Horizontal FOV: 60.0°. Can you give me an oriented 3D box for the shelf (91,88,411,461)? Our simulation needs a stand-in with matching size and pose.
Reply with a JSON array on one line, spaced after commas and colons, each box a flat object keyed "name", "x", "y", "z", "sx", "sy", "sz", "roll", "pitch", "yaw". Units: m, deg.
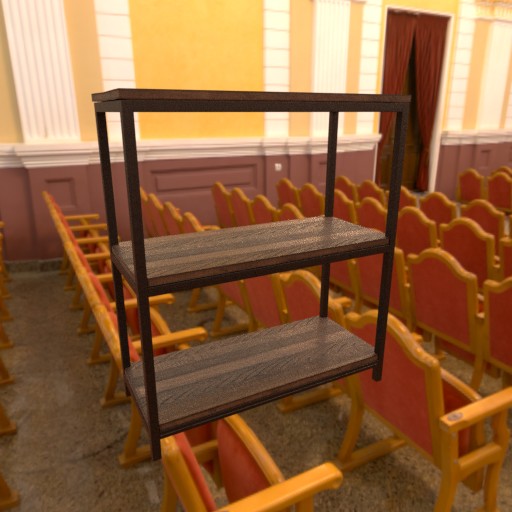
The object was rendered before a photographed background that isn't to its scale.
[{"name": "shelf", "x": 0.000, "y": 0.000, "z": 1.382, "sx": 0.822, "sy": 0.947, "sz": 0.352, "roll": -9, "pitch": 20, "yaw": -26}]
